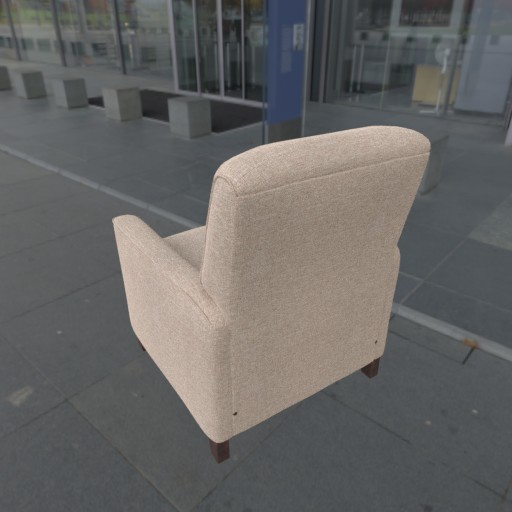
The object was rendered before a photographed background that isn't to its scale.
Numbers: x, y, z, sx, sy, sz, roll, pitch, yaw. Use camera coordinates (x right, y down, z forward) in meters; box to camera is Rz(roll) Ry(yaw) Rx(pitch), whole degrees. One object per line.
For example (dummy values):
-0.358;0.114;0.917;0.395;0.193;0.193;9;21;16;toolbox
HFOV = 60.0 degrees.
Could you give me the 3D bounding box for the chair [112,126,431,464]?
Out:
0.000;0.000;1.642;0.841;1.028;0.858;-18;33;-29;chair
